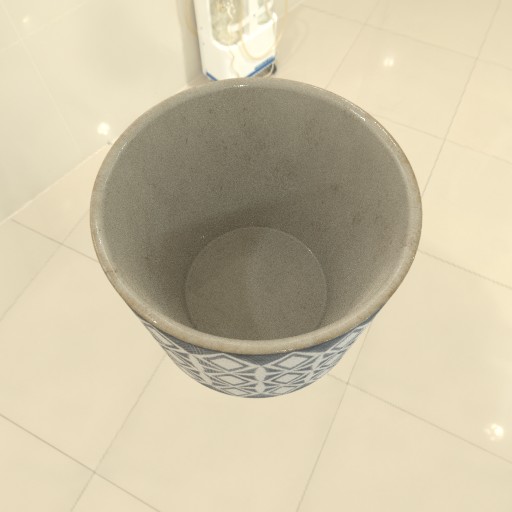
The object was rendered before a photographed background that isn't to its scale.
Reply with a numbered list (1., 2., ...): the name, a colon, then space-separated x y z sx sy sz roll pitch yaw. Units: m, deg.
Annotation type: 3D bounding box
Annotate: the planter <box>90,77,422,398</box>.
1. planter: 0.000 0.000 0.332 0.192 0.165 0.192 0 63 0
